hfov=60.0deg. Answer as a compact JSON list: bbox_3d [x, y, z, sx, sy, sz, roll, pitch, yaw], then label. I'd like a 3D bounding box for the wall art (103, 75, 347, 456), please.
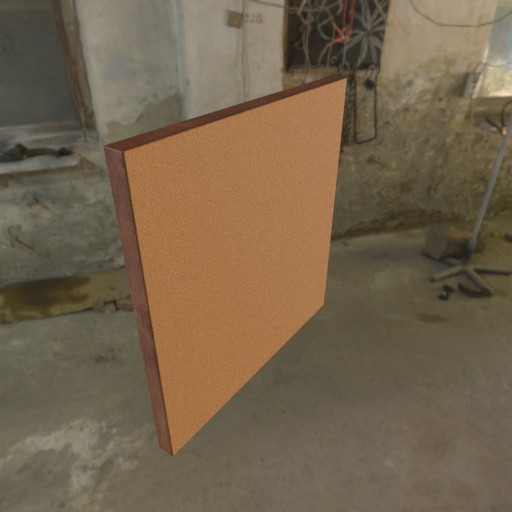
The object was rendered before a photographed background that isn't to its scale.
[{"bbox_3d":[0.000,0.000,0.853,0.037,0.572,0.554,22,38,31],"label":"wall art"}]
